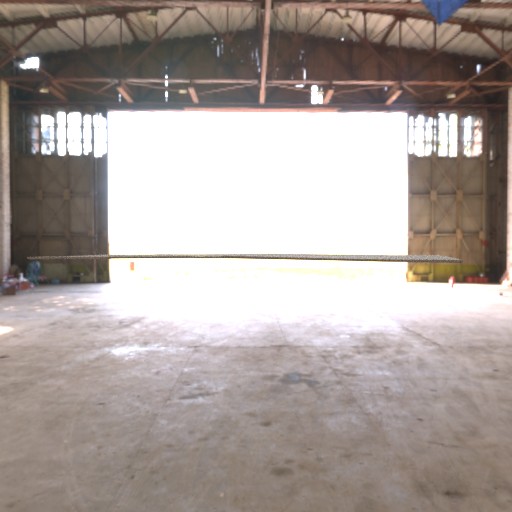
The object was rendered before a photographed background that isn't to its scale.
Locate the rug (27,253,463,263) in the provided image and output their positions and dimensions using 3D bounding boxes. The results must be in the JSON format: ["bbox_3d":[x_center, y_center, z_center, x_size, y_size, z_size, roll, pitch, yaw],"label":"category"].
[{"bbox_3d":[0.000,0.000,2.256,1.804,0.022,1.162,0,1,19],"label":"rug"}]
